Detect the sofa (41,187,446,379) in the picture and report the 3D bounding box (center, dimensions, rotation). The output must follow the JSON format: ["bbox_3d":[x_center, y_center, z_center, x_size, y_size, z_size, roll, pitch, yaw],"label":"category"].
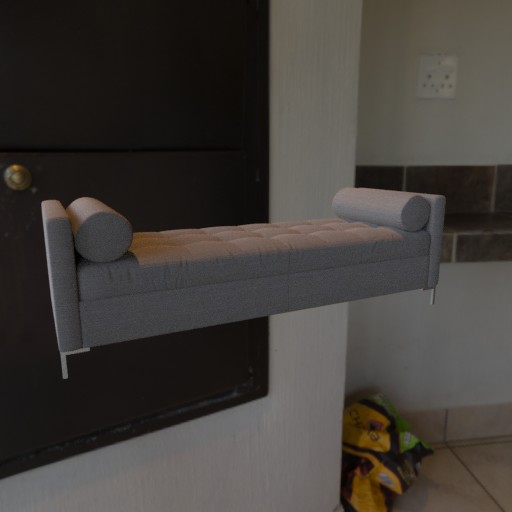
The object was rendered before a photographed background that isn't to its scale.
[{"bbox_3d":[0.000,0.000,2.336,1.981,0.635,0.686,-6,14,-26],"label":"sofa"}]
